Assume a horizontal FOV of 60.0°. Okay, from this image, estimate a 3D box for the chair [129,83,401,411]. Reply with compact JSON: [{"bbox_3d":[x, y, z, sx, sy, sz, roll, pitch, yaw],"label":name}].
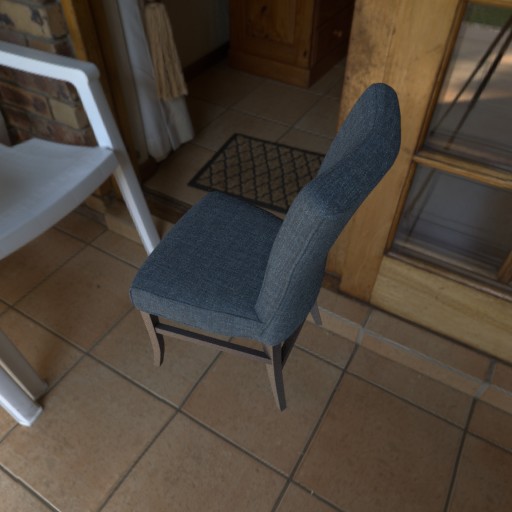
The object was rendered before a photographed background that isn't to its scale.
[{"bbox_3d":[0.000,0.000,1.364,0.660,0.991,0.520,19,49,17],"label":"chair"}]
